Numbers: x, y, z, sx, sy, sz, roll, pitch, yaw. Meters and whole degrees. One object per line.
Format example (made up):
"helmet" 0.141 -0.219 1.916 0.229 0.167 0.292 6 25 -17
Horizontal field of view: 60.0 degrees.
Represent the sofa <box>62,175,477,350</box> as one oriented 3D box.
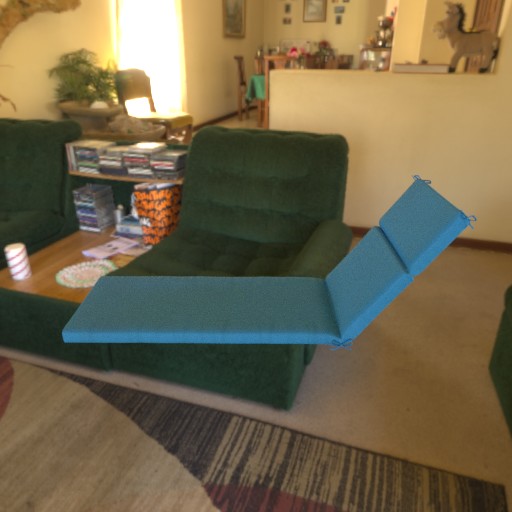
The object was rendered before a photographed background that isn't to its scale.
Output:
"sofa" 0.000 0.000 2.004 1.663 0.622 0.582 0 25 1
